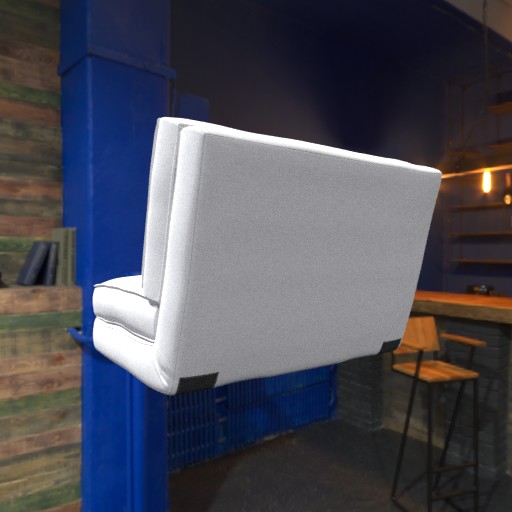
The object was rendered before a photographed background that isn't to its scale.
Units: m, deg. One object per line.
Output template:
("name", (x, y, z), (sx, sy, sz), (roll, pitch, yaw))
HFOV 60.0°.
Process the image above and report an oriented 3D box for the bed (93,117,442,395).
("bed", (0.000, 0.000, 1.332), (0.799, 0.614, 0.749), (0, 1, -35))
